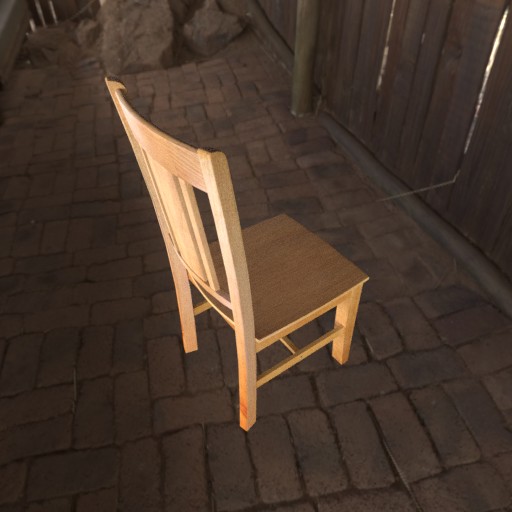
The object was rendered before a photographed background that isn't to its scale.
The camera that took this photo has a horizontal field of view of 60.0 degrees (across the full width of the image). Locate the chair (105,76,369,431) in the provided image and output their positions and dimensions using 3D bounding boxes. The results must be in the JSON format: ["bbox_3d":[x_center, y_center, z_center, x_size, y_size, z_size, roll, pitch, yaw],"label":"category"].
[{"bbox_3d":[0.000,0.000,1.290,0.556,0.998,0.450,-25,46,-26],"label":"chair"}]
